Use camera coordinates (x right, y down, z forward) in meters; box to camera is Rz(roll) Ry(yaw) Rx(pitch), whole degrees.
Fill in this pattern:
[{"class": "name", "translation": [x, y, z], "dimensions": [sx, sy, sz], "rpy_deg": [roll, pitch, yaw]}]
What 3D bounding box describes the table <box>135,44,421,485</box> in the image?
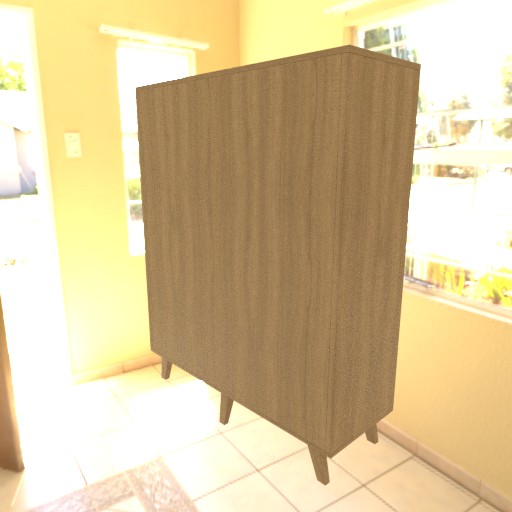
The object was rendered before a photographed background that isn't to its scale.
[{"class": "table", "translation": [0.000, 0.000, 1.835], "dimensions": [0.398, 1.388, 1.111], "rpy_deg": [-13, 18, -42]}]
